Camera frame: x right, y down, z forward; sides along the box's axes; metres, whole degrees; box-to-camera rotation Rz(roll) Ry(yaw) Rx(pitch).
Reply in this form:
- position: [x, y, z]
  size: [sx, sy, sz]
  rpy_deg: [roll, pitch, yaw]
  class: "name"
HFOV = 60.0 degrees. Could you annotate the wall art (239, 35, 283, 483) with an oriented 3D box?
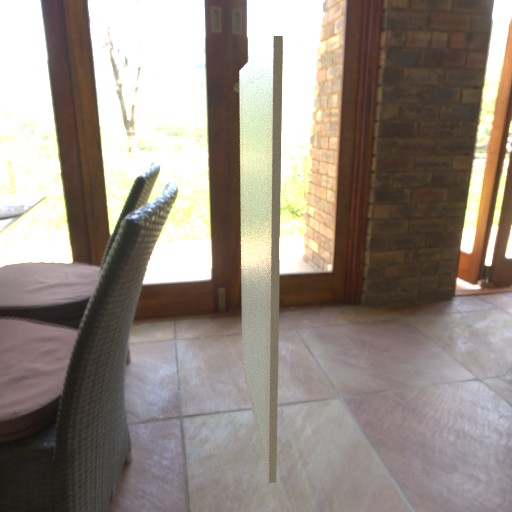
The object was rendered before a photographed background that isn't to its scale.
- position: [0.000, 0.000, 0.827]
  size: [0.013, 0.683, 0.380]
  rpy_deg: [-2, 17, -8]
  class: "wall art"
